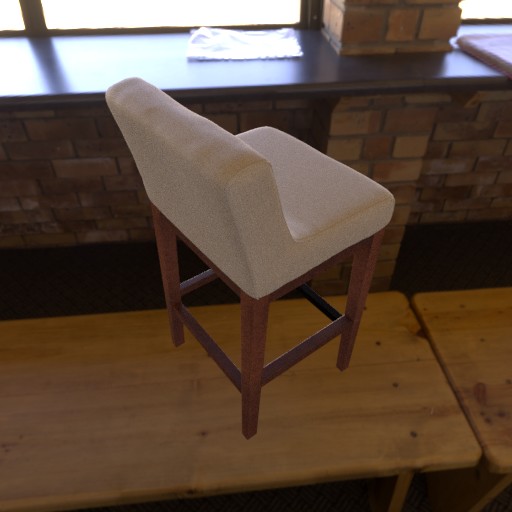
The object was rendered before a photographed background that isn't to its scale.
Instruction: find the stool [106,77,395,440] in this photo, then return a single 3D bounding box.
[{"bbox_3d":[0.000,0.000,1.248,0.500,0.937,0.511,-26,47,-27],"label":"stool"}]
